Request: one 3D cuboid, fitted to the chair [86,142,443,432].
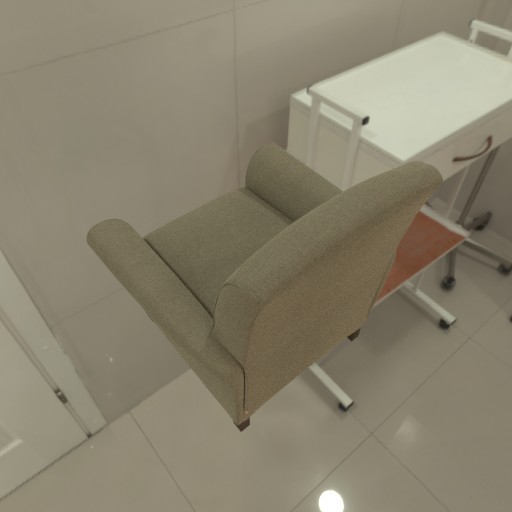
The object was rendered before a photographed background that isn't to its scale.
[{"bbox_3d":[0.000,0.000,1.735,0.978,1.061,0.905,-31,55,-26],"label":"chair"}]
